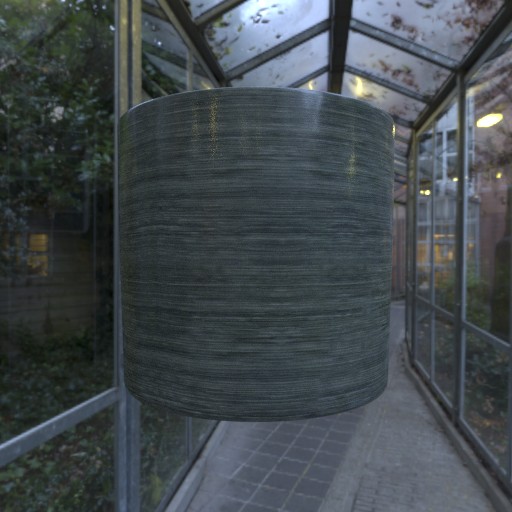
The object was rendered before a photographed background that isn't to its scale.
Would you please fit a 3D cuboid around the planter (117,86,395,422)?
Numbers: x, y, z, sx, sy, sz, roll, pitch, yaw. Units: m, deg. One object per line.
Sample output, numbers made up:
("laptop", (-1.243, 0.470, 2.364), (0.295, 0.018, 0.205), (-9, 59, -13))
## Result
("planter", (0.000, 0.000, 0.372), (0.221, 0.201, 0.221), (0, 0, 0))
